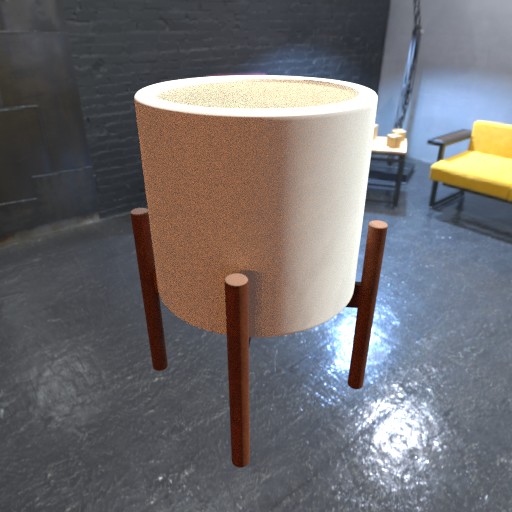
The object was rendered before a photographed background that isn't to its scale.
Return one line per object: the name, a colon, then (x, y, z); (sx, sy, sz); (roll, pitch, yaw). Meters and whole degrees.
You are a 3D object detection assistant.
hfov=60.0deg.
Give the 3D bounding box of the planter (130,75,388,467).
planter: (0.000, 0.000, 0.502); (0.224, 0.358, 0.224); (-20, 34, -32)
